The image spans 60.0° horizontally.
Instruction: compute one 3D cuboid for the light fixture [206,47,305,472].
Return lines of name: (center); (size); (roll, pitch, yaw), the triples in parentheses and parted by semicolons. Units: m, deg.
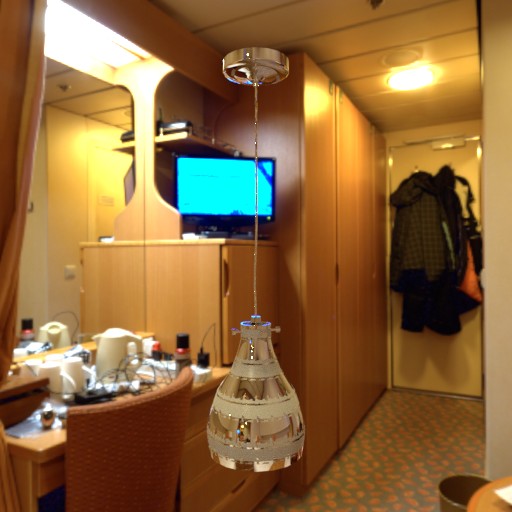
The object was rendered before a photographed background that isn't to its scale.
light fixture: (0.000, 0.000, 1.673); (0.374, 1.457, 0.374); (0, 0, -19)
